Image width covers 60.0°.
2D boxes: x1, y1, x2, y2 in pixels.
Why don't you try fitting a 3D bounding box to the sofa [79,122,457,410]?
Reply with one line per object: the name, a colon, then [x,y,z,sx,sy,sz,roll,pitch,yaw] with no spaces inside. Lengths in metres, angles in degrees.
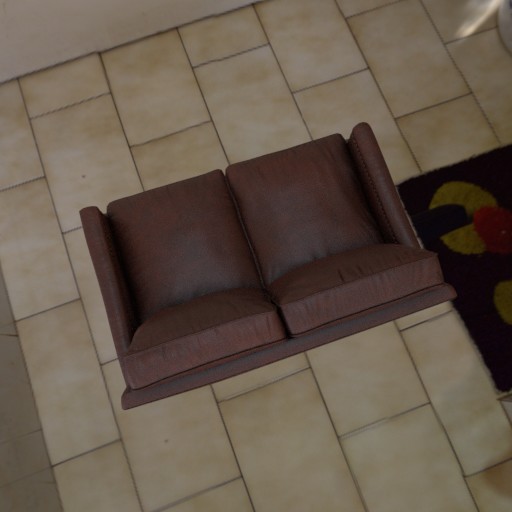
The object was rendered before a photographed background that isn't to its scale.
sofa: [0.000,0.000,2.323,1.628,1.003,1.083,-18,77,-4]
